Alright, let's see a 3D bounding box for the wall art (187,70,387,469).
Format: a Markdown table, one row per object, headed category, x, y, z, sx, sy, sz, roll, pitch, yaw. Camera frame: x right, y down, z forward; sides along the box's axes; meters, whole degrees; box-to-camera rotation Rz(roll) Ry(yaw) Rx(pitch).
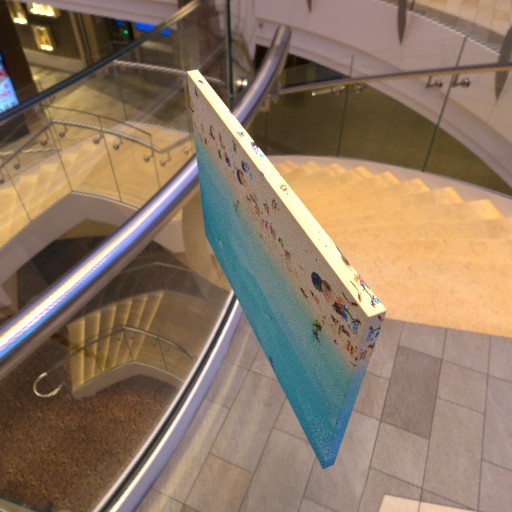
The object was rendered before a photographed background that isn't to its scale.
| category | x | y | z | sx | sy | sz | roll | pitch | yaw |
| --- | --- | --- | --- | --- | --- | --- | --- | --- | --- |
| wall art | 0.000 | 0.000 | 1.441 | 0.040 | 0.769 | 1.136 | -17 | 48 | -16 |
